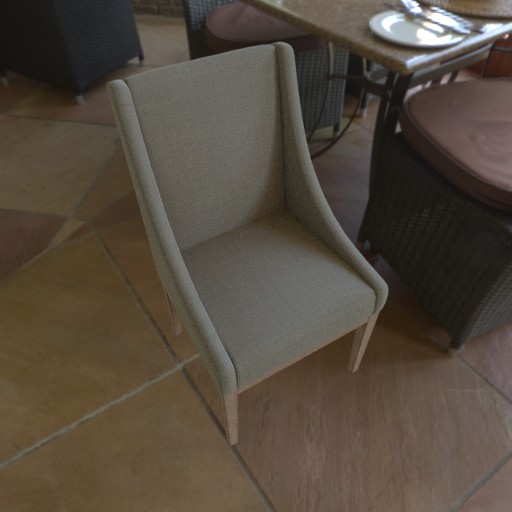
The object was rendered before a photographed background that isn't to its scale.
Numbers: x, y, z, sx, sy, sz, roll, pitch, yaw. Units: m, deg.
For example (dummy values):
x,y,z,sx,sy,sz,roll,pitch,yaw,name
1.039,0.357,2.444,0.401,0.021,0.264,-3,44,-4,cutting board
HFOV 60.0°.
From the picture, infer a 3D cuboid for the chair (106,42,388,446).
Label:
x,y,z,sx,sy,sz,roll,pitch,yaw,name
0.000,0.000,1.381,0.575,1.021,0.611,-23,50,-21,chair
